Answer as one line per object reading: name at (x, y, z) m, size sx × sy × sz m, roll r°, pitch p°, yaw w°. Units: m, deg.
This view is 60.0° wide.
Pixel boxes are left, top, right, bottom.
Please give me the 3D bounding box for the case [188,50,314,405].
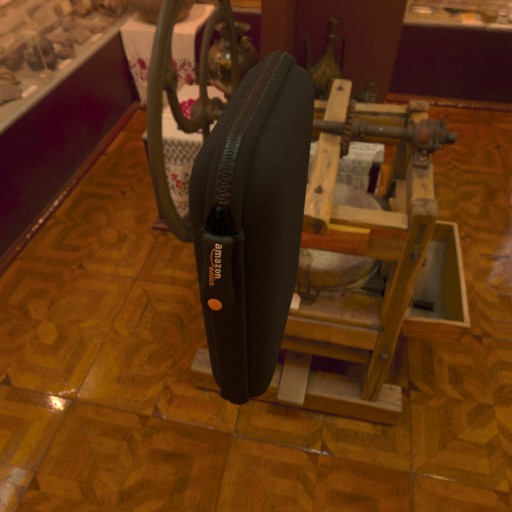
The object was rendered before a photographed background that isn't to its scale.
case at (0.000, 0.000, 0.194) m, size 0.030 × 0.147 × 0.107 m, roll 10°, pitch 47°, yaw 10°
